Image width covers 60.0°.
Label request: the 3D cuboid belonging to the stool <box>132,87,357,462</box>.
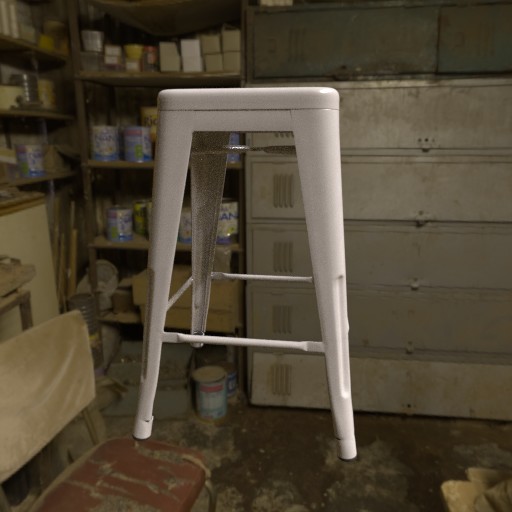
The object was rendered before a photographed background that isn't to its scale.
[{"bbox_3d":[0.000,0.000,0.894,0.406,0.610,0.406,2,15,8],"label":"stool"}]
